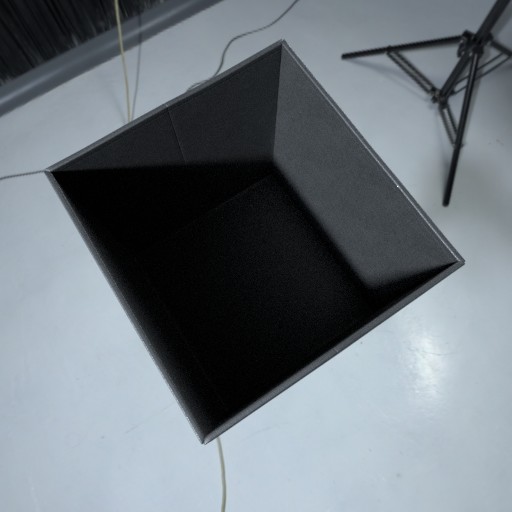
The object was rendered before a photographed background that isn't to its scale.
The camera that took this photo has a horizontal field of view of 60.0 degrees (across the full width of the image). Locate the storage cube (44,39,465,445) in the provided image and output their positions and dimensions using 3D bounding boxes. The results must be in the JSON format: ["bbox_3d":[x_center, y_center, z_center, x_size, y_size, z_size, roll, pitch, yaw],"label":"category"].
[{"bbox_3d":[0.000,0.000,0.506,0.270,0.280,0.270,-32,77,-9],"label":"storage cube"}]
